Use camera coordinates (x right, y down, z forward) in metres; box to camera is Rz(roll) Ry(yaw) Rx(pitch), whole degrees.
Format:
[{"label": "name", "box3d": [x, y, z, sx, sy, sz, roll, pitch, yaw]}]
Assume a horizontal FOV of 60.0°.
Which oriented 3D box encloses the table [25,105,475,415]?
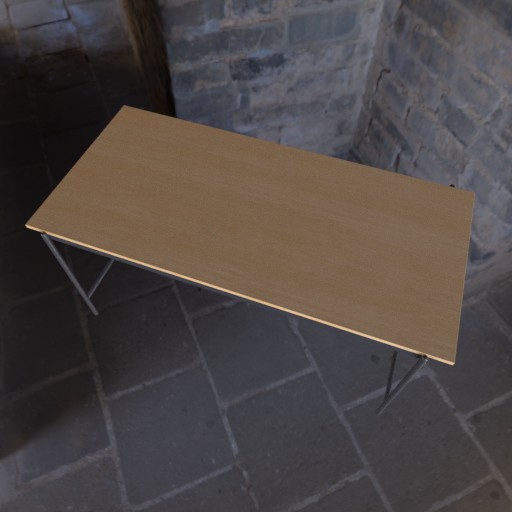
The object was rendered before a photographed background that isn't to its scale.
[{"label": "table", "box3d": [0.000, 0.000, 2.270, 1.800, 0.758, 0.900, 17, 58, 11]}]
